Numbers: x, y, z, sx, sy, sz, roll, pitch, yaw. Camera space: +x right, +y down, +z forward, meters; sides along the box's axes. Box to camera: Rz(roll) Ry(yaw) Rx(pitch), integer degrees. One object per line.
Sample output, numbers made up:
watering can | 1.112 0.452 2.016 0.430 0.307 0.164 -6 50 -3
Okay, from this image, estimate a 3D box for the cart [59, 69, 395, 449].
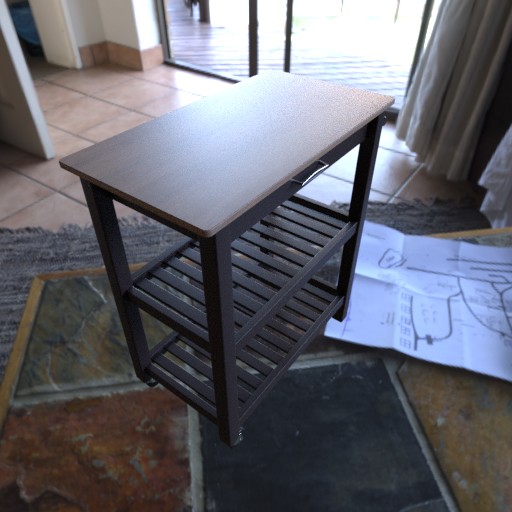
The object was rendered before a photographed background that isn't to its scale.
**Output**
cart | 0.000 0.000 1.470 0.457 0.927 0.899 26 46 28
